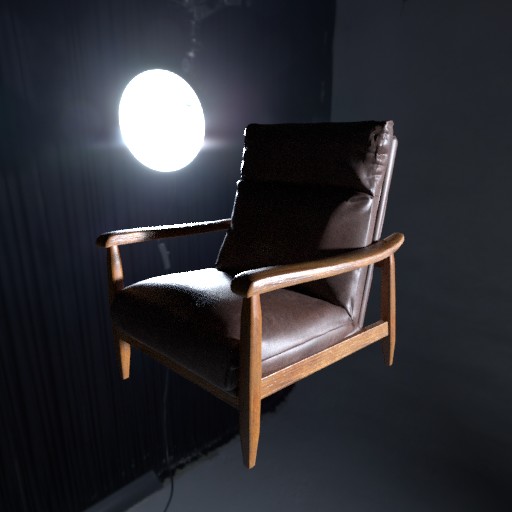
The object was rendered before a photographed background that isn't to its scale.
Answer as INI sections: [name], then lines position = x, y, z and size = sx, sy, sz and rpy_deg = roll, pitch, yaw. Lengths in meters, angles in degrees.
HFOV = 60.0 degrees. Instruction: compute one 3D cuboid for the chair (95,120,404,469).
[chair]
position = 0.000, 0.000, 1.525
size = 0.782, 0.897, 0.830
rpy_deg = 14, 21, 42
